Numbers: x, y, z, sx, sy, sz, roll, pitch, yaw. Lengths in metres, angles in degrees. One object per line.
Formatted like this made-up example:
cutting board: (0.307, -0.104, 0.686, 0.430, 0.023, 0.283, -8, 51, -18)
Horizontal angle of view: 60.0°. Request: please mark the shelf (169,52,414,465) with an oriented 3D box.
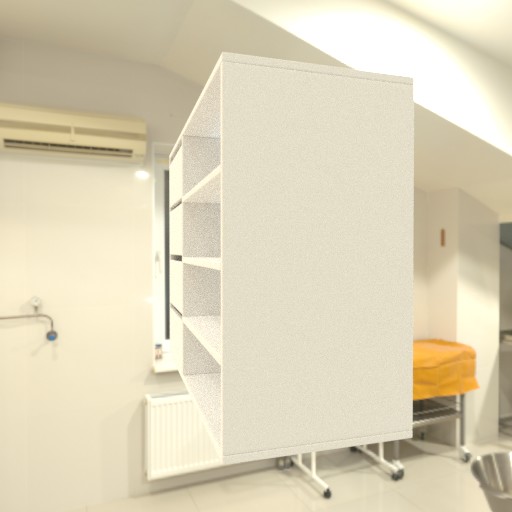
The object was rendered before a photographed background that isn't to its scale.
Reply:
shelf: (0.000, 0.000, 1.268, 0.396, 0.732, 0.895, 0, 1, -17)
